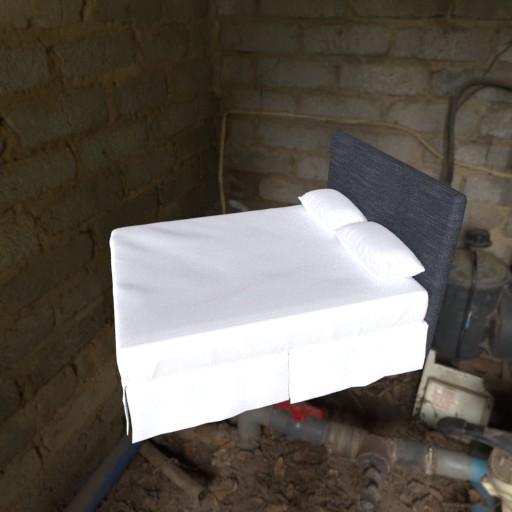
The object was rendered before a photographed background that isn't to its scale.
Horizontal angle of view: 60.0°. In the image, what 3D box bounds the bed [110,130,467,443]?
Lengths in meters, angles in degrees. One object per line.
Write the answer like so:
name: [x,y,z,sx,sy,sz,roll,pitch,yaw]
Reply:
bed: [0.000,0.000,3.279,2.142,1.330,1.723,-9,31,-15]
